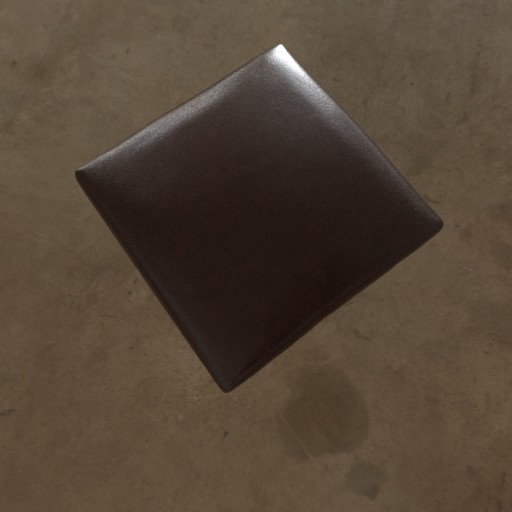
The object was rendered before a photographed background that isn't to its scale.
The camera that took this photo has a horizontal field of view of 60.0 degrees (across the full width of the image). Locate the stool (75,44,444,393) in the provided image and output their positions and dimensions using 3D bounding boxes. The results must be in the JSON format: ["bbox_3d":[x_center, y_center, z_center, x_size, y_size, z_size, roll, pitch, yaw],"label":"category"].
[{"bbox_3d":[0.000,0.000,0.914,0.382,0.702,0.383,-36,77,-9],"label":"stool"}]
